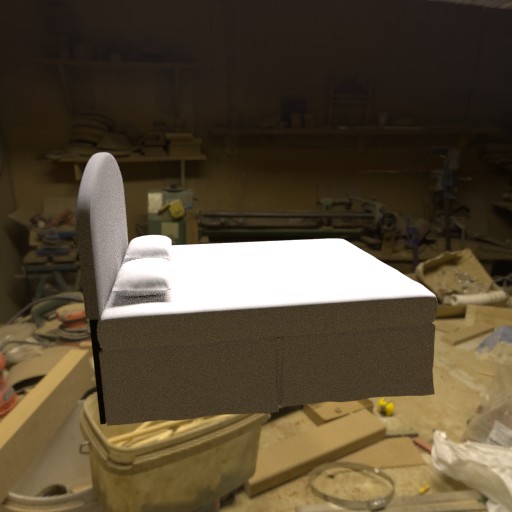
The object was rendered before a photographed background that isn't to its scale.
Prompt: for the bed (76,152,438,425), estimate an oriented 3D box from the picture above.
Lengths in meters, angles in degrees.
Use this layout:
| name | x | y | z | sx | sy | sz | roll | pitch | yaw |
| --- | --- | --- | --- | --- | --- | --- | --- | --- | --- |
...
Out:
| name | x | y | z | sx | sy | sz | roll | pitch | yaw |
| --- | --- | --- | --- | --- | --- | --- | --- | --- | --- |
| bed | 0.000 | 0.000 | 3.071 | 2.005 | 1.410 | 1.607 | -3 | 16 | -10 |
